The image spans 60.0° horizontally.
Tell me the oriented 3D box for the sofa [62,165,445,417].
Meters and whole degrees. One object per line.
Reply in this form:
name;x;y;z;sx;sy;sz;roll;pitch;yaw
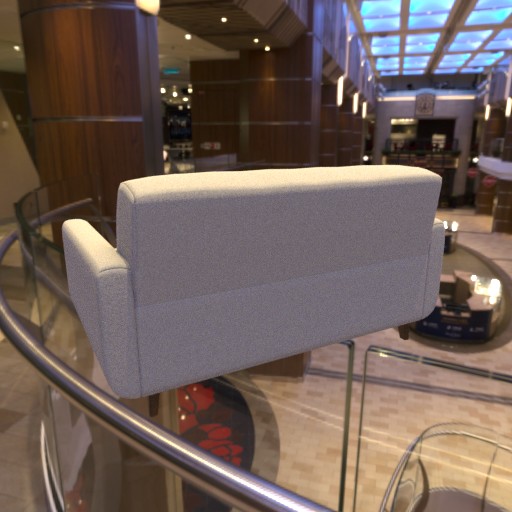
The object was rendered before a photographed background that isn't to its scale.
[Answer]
sofa;0.000;0.000;2.191;1.655;0.892;0.980;-8;17;-28
